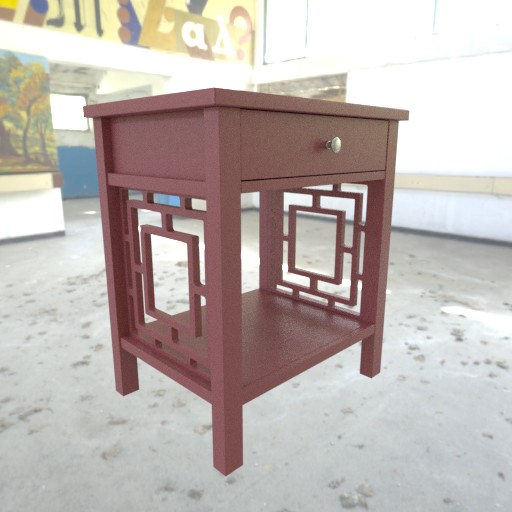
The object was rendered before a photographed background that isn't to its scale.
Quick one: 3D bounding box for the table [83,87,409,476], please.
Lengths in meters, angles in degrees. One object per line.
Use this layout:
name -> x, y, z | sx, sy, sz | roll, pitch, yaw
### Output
table -> 0.000, 0.000, 1.079 | 0.599, 0.686, 0.451 | -13, 19, -43
